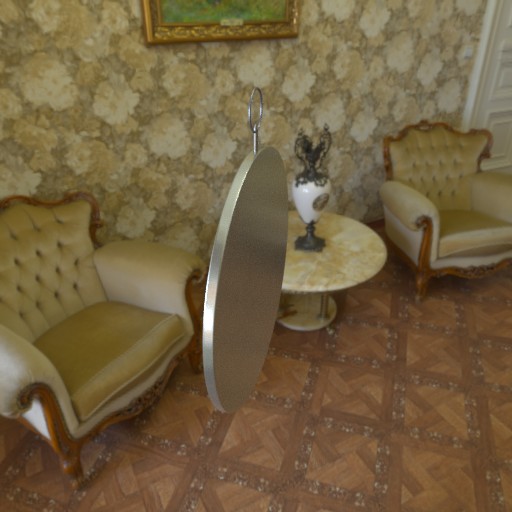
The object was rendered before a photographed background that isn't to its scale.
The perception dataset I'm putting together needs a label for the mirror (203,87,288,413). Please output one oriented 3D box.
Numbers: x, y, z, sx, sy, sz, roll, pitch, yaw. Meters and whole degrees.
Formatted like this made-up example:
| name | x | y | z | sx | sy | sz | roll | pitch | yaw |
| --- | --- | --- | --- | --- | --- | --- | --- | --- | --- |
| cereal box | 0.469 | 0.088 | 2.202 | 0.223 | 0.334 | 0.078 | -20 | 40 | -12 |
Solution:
| name | x | y | z | sx | sy | sz | roll | pitch | yaw |
| --- | --- | --- | --- | --- | --- | --- | --- | --- | --- |
| mirror | 0.000 | 0.000 | 0.990 | 0.020 | 0.713 | 0.594 | 8 | 30 | 14 |
